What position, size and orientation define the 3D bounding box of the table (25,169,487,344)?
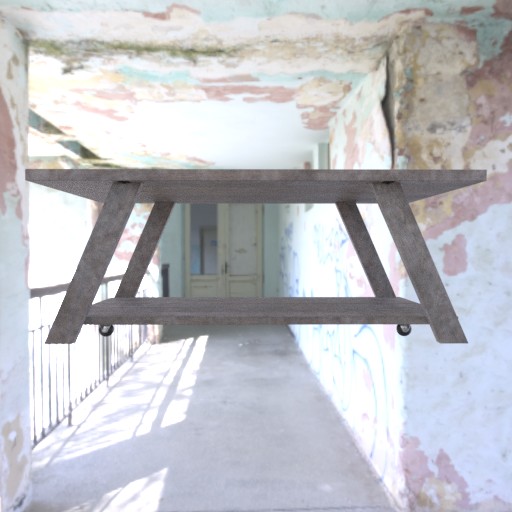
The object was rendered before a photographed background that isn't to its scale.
[{"bbox_3d":[0.000,0.000,1.479,1.219,0.470,0.610,0,1,0],"label":"table"}]
